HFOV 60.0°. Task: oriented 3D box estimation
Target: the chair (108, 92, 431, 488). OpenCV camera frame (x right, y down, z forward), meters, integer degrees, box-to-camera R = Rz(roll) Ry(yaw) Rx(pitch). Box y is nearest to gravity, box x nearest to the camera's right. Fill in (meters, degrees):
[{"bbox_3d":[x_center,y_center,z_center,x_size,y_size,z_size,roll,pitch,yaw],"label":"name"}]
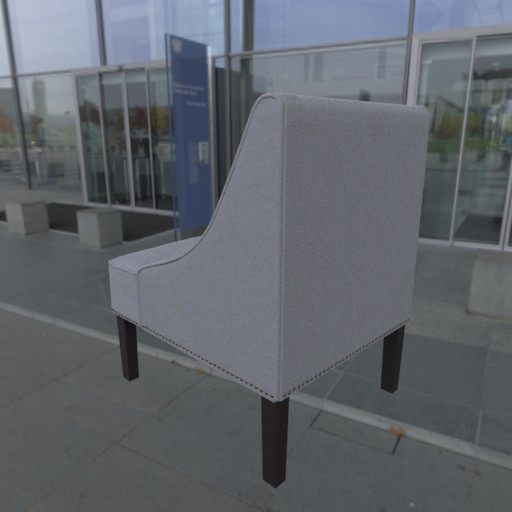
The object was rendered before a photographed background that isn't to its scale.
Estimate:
[{"bbox_3d":[0.000,0.000,1.355,0.747,0.867,0.631,15,21,43],"label":"chair"}]
